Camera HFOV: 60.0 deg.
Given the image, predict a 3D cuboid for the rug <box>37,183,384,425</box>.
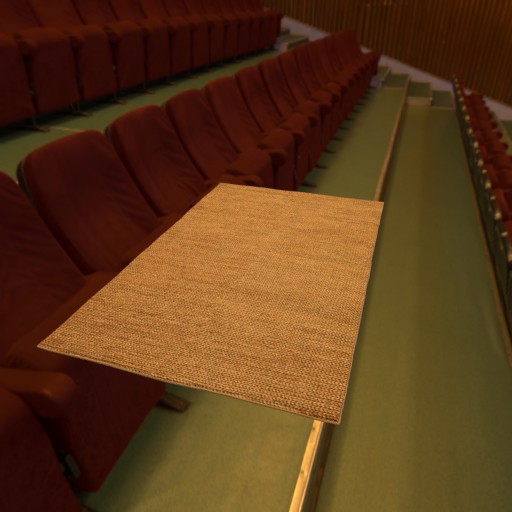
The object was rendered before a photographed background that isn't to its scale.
[{"bbox_3d":[0.000,0.000,3.021,1.521,0.034,2.438,9,31,16],"label":"rug"}]
